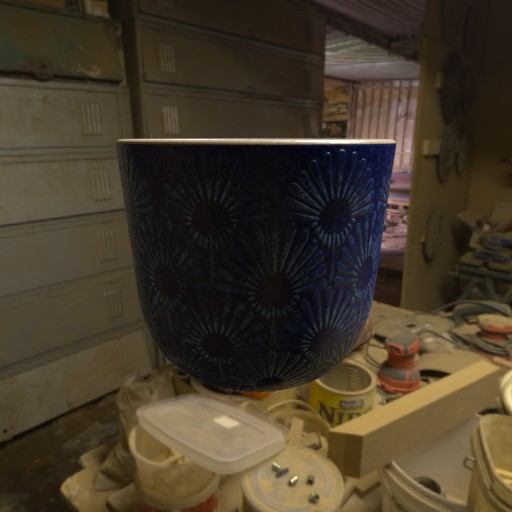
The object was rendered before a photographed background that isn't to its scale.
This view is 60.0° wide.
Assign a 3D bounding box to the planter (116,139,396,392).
[{"bbox_3d":[0.000,0.000,0.299,0.170,0.153,0.170,0,15,0],"label":"planter"}]
